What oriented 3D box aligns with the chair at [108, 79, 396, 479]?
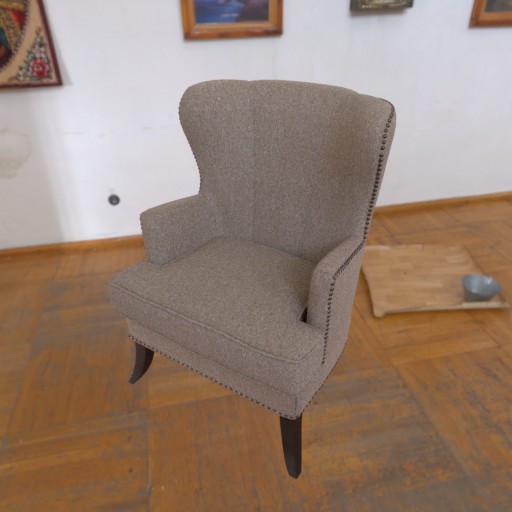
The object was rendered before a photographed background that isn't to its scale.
[{"bbox_3d":[0.000,0.000,1.564,0.759,1.060,0.758,18,36,28],"label":"chair"}]
